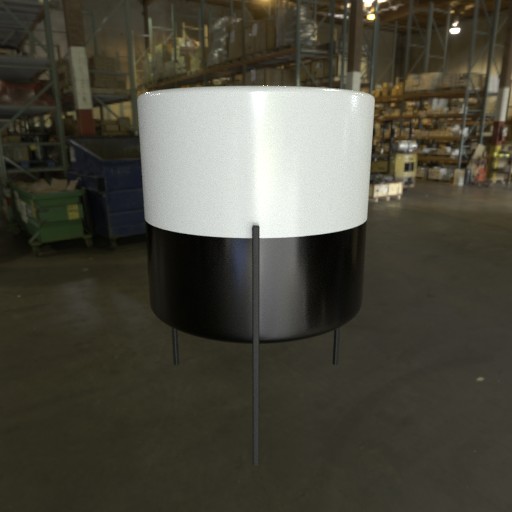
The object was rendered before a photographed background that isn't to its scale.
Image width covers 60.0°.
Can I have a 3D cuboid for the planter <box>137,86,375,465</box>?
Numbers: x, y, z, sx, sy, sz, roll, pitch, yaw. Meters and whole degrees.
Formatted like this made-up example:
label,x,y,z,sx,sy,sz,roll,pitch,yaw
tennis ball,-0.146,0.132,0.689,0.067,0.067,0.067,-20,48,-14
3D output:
label,x,y,z,sx,sy,sz,roll,pitch,yaw
planter,0.000,0.000,0.639,0.310,0.432,0.310,-15,21,-43
